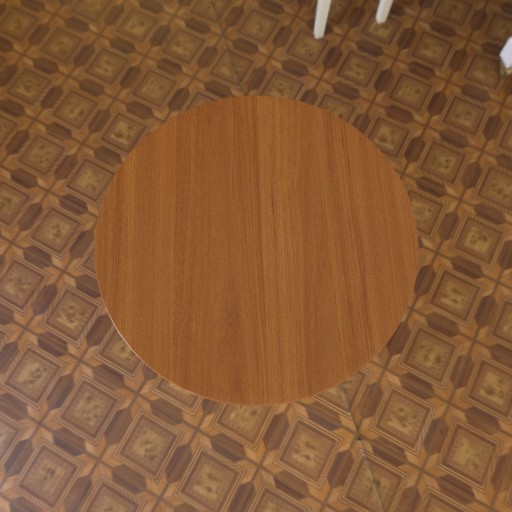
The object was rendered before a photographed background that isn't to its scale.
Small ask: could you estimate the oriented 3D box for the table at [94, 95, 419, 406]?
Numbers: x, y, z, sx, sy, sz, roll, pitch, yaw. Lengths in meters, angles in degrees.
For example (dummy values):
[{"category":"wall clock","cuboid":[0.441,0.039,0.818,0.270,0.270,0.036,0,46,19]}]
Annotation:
[{"category":"table","cuboid":[0.000,0.000,1.638,1.029,0.490,1.029,0,75,0]}]
